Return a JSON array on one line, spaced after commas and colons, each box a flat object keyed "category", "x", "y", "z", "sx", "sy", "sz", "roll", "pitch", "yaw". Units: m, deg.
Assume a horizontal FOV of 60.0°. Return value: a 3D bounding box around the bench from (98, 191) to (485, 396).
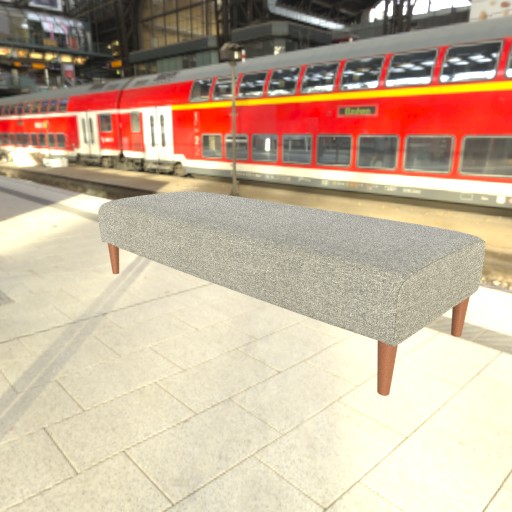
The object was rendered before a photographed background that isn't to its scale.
[{"category": "bench", "x": 0.000, "y": 0.000, "z": 1.857, "sx": 1.598, "sy": 0.384, "sz": 0.631, "roll": 15, "pitch": 22, "yaw": 43}]
